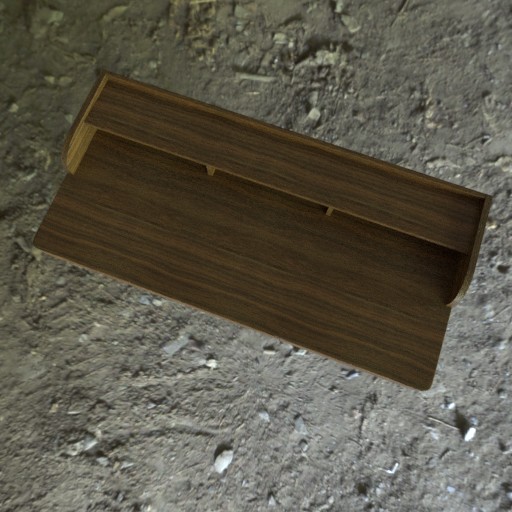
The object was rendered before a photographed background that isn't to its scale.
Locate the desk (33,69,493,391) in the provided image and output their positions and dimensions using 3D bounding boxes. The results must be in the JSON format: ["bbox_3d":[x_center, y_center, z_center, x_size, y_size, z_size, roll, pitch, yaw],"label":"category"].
[{"bbox_3d":[0.000,0.000,1.627,1.200,0.854,0.565,20,76,5],"label":"desk"}]
